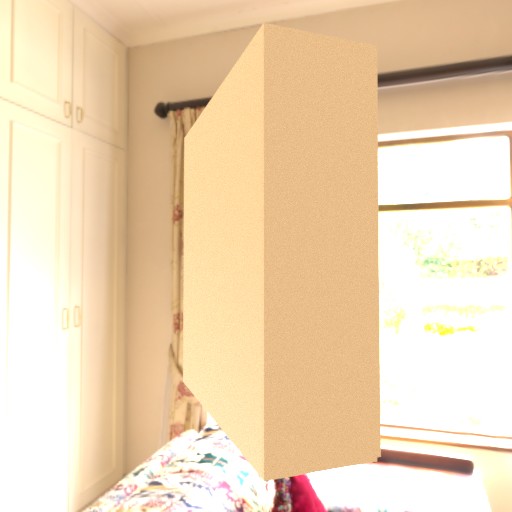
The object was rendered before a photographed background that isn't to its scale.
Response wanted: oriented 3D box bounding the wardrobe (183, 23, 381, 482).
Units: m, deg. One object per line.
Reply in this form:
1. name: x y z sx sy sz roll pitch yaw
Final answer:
1. wardrobe: 0.000 0.000 2.907 0.600 2.020 1.830 1 -2 -20
